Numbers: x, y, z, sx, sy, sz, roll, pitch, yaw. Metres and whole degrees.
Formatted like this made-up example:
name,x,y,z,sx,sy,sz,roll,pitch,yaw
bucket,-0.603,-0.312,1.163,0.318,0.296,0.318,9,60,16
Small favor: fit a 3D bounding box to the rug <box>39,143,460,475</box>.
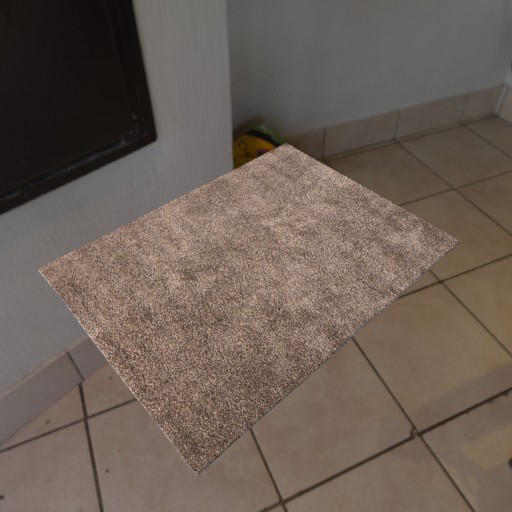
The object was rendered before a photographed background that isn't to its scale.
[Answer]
name,x,y,z,sx,sy,sz,roll,pitch,yaw
rug,0.000,0.000,2.096,1.601,0.025,1.198,-33,54,-28
